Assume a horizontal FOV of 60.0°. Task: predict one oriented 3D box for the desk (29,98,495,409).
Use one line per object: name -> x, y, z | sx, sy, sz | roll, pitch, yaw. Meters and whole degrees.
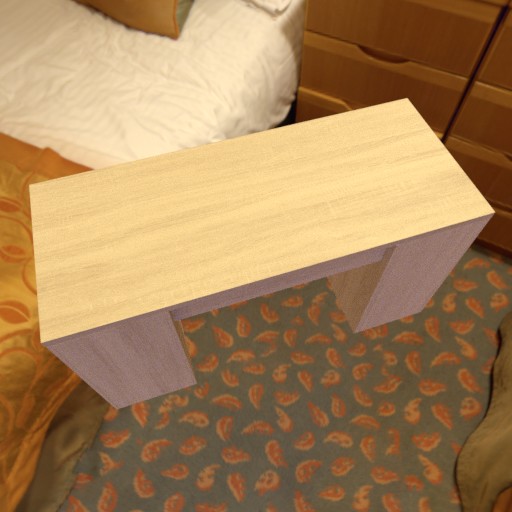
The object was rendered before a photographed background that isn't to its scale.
desk -> 0.000, 0.000, 1.741 | 1.390, 0.740, 0.600 | -16, 59, -9
